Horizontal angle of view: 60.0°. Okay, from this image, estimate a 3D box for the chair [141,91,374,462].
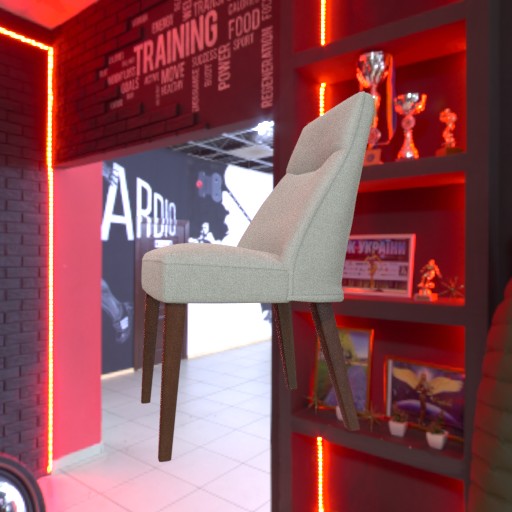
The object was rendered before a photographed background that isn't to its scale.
[{"bbox_3d":[0.000,0.000,1.307,0.620,0.930,0.500,0,0,-20],"label":"chair"}]
